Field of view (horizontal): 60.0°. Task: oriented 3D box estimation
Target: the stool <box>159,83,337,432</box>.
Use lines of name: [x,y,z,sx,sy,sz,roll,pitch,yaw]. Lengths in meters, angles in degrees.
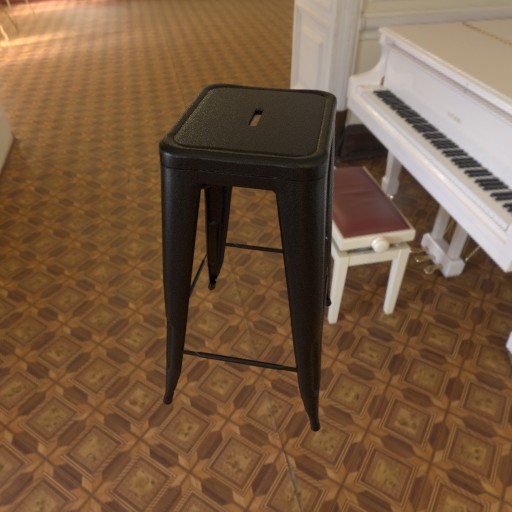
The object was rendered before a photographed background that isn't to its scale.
stool: [0.000,0.000,0.928,0.423,0.609,0.455,0,40,0]
